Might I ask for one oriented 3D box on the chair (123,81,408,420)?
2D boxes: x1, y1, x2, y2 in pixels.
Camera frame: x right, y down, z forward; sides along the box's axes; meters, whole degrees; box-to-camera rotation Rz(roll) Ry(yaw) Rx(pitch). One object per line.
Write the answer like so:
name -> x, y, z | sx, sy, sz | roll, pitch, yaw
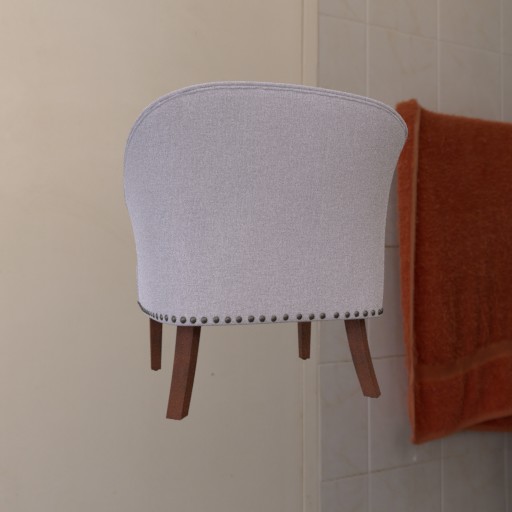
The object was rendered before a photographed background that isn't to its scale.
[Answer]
chair -> 0.000, 0.000, 1.386 | 0.798, 0.815, 0.704 | 0, -1, -18
